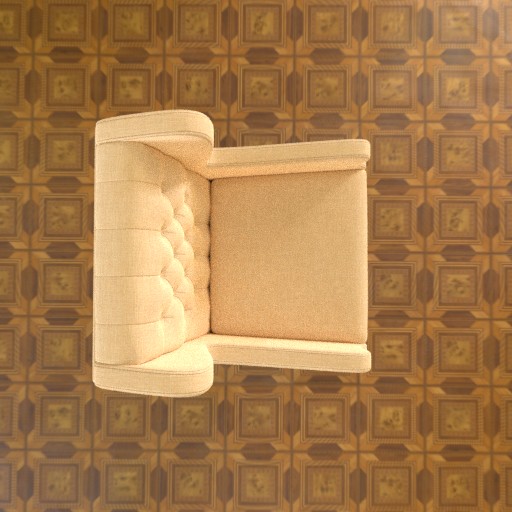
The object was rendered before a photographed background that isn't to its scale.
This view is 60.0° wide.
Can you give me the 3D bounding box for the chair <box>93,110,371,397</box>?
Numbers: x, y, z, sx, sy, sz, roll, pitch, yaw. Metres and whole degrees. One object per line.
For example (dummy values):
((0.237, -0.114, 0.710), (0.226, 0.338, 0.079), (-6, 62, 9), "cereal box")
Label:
((0.000, 0.000, 1.452), (0.760, 0.930, 0.710), (0, 89, 0), "chair")
